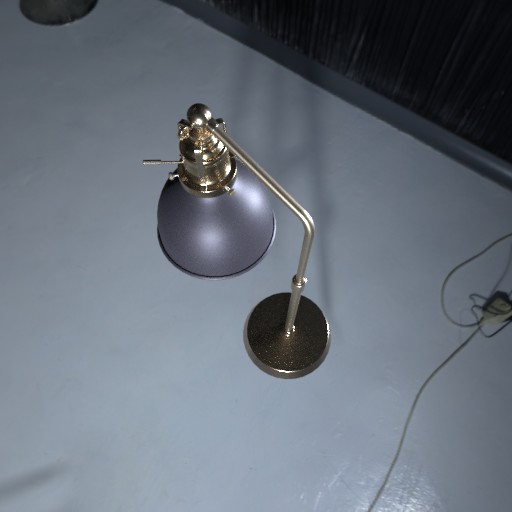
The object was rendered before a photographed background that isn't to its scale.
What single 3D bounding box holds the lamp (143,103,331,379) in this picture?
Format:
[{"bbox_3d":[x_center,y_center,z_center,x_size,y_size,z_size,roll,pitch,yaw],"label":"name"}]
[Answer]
[{"bbox_3d":[0.000,0.000,0.588,0.291,0.456,0.160,34,69,15],"label":"lamp"}]
